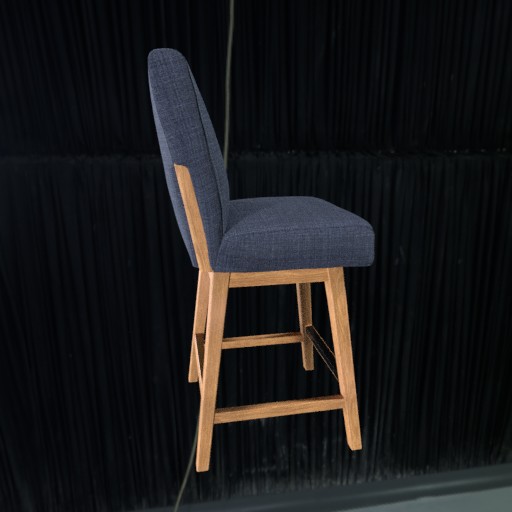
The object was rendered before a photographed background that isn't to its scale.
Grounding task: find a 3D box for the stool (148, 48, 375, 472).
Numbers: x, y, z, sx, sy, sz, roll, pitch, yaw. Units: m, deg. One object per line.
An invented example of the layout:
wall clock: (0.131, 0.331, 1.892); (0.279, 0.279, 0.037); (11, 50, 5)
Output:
stool: (0.000, 0.000, 1.255); (0.526, 1.010, 0.459); (-3, 16, -10)
